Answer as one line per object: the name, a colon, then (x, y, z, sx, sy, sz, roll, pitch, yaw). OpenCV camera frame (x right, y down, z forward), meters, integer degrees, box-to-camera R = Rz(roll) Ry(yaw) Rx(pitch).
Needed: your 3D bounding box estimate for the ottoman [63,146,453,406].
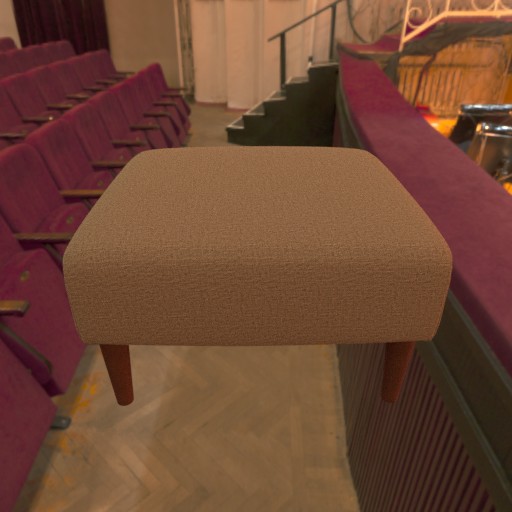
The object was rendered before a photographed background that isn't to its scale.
ottoman: (0.000, 0.000, 1.056, 0.650, 0.398, 0.649, 0, 29, -1)
